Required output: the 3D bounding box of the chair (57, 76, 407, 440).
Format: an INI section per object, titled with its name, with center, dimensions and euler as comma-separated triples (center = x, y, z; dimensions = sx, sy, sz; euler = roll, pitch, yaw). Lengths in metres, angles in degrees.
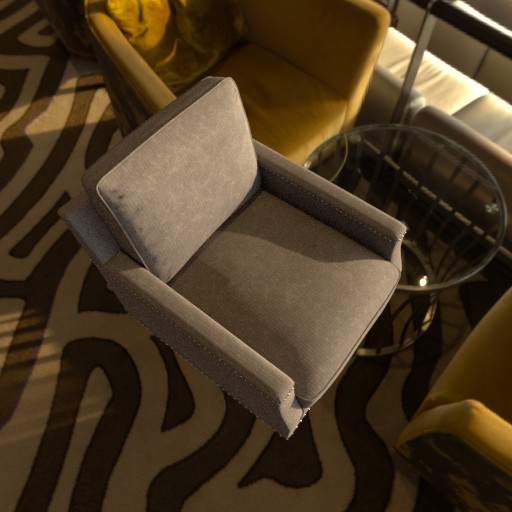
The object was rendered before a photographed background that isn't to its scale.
[chair]
center = 0.000, 0.000, 1.742
dimensions = 1.014, 0.948, 0.853
euler = 33, 64, 18
